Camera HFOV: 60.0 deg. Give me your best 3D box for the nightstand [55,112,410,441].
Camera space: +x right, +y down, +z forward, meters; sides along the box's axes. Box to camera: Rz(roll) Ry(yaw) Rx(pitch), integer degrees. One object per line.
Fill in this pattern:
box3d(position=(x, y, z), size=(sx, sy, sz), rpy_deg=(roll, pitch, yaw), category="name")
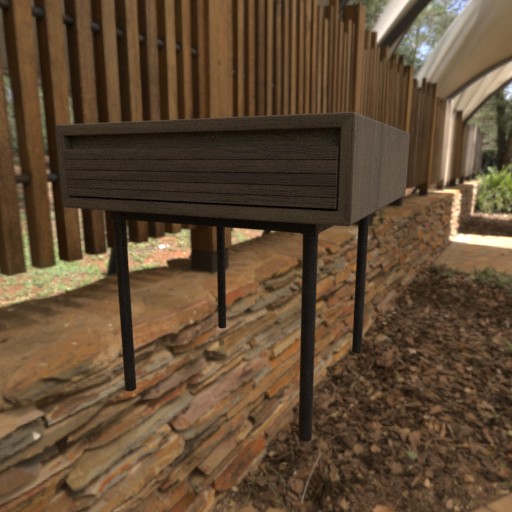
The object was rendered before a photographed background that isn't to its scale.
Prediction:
box3d(position=(0.000, 0.000, 0.902), size=(0.502, 0.497, 0.503), rpy_deg=(6, 14, 25), category="nightstand")
